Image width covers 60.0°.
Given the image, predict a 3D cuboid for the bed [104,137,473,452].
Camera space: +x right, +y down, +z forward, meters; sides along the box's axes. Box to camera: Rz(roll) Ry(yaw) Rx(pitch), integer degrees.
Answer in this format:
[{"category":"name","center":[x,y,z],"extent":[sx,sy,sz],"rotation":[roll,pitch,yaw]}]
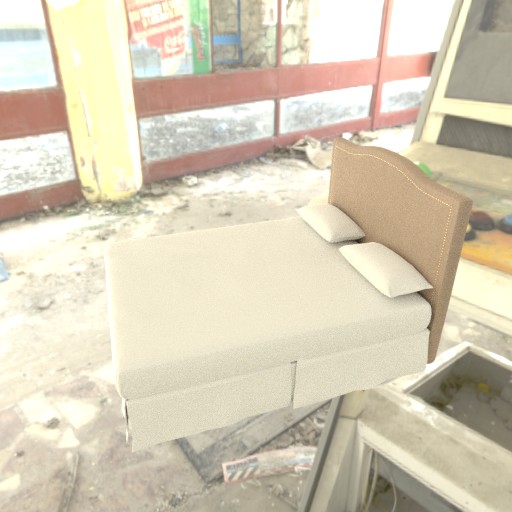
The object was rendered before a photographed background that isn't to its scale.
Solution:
[{"category":"bed","center":[0.000,0.000,3.421],"extent":[2.282,1.436,1.821],"rotation":[-9,30,-16]}]
